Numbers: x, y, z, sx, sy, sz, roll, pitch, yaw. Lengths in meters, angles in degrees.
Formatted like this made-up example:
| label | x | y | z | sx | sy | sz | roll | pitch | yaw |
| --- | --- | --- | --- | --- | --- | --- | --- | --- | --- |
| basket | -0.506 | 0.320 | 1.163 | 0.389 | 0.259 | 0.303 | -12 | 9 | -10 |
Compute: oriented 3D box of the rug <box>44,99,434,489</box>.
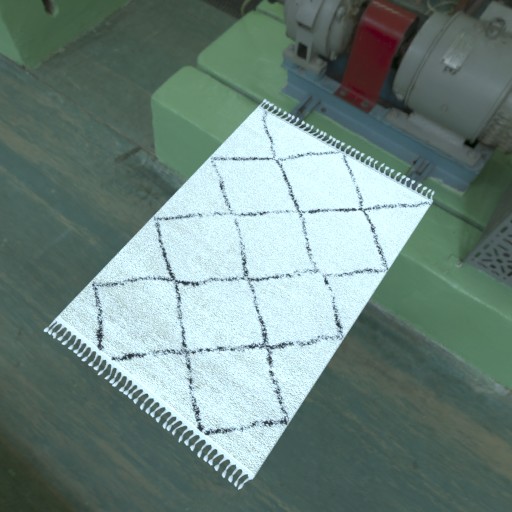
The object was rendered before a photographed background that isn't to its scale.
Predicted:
| label | x | y | z | sx | sy | sz | roll | pitch | yaw |
| --- | --- | --- | --- | --- | --- | --- | --- | --- | --- |
| rug | 0.000 | 0.000 | 2.882 | 1.494 | 0.031 | 2.307 | 33 | 69 | 15 |
